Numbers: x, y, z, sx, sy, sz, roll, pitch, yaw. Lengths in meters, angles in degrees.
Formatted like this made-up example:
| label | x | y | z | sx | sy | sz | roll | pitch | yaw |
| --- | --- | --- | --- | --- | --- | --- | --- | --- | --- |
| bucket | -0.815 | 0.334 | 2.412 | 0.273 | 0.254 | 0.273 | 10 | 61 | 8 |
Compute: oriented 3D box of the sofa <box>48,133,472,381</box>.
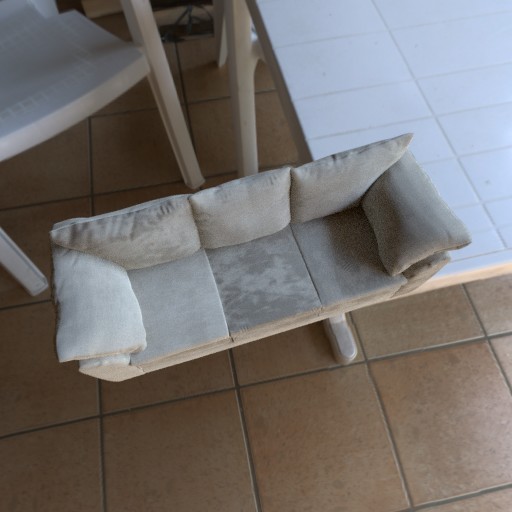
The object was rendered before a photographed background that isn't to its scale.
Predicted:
| label | x | y | z | sx | sy | sz | roll | pitch | yaw |
| --- | --- | --- | --- | --- | --- | --- | --- | --- | --- |
| sofa | 0.000 | 0.000 | 2.813 | 2.377 | 0.981 | 0.893 | -16 | 63 | -8 |
